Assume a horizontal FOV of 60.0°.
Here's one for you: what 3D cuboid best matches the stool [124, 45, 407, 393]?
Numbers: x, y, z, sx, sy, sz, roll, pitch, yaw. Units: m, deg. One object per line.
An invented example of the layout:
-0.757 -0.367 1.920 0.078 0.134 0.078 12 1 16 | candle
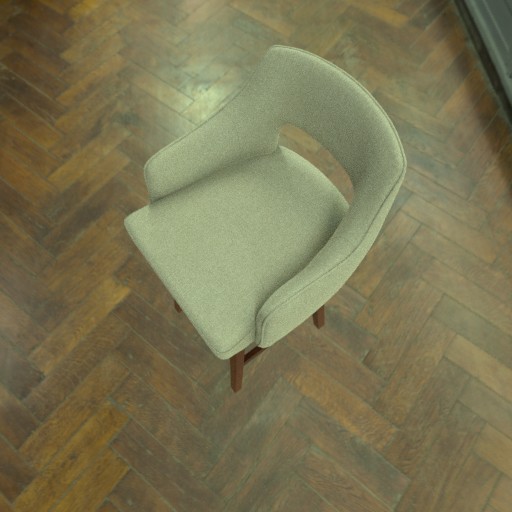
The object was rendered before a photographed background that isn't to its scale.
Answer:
0.000 0.000 1.337 0.560 1.041 0.550 -34 69 -15 | stool
